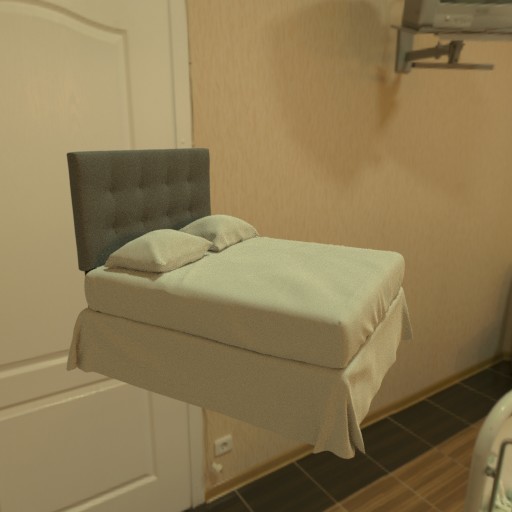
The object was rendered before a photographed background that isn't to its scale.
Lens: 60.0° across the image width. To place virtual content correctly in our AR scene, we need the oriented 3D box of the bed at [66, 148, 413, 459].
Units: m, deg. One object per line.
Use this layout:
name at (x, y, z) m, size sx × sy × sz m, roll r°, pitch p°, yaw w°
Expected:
bed at (0.000, 0.000, 3.414) m, size 2.222 × 1.577 × 1.936 m, roll 8°, pitch 17°, yaw 27°
